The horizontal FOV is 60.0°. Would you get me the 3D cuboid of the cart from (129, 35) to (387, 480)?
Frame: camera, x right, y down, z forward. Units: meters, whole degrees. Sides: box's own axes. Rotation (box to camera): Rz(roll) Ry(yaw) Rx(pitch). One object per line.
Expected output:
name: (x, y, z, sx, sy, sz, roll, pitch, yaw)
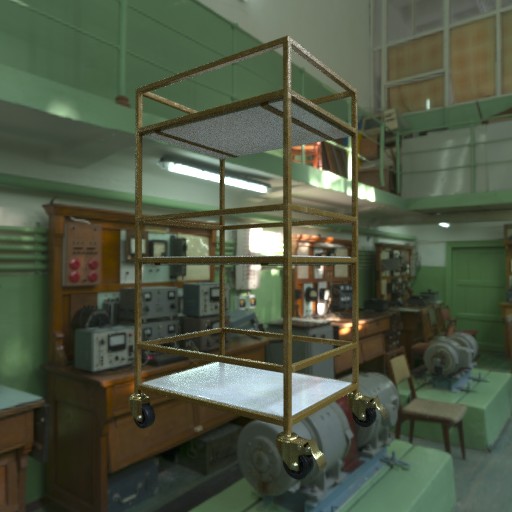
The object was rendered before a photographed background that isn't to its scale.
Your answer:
cart: (0.000, 0.000, 0.991, 0.483, 0.761, 0.332, -1, -1, 36)
